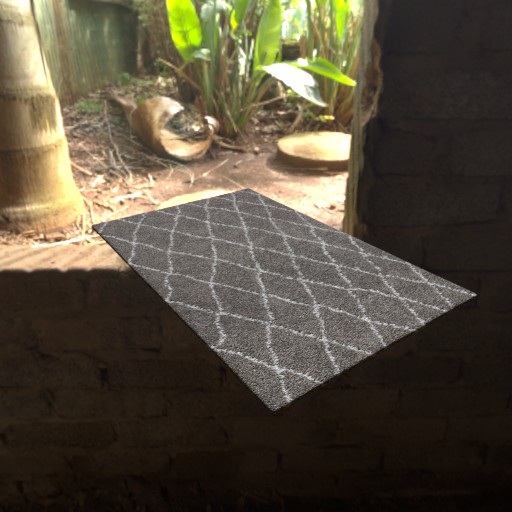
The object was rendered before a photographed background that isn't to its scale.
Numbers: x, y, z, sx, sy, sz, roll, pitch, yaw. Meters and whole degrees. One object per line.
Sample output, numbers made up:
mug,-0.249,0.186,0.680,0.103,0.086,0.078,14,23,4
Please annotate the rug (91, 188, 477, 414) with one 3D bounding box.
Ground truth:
rug,0.000,0.000,3.559,1.778,0.030,2.743,-19,33,-31
